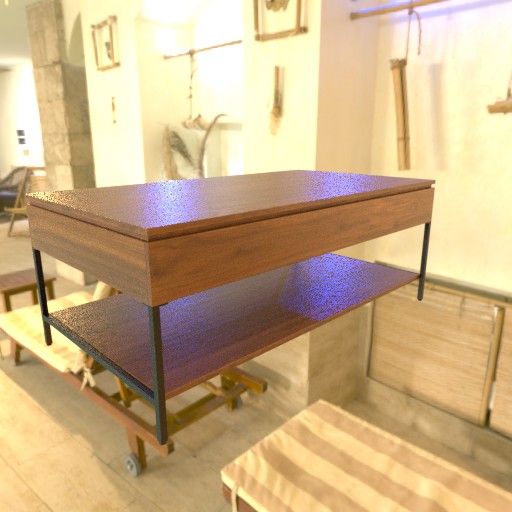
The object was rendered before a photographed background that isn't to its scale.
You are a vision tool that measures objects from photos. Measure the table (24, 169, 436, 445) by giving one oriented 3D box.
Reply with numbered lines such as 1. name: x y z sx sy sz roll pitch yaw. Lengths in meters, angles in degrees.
1. table: 0.000 0.000 1.321 1.057 0.414 0.574 -15 22 -42
